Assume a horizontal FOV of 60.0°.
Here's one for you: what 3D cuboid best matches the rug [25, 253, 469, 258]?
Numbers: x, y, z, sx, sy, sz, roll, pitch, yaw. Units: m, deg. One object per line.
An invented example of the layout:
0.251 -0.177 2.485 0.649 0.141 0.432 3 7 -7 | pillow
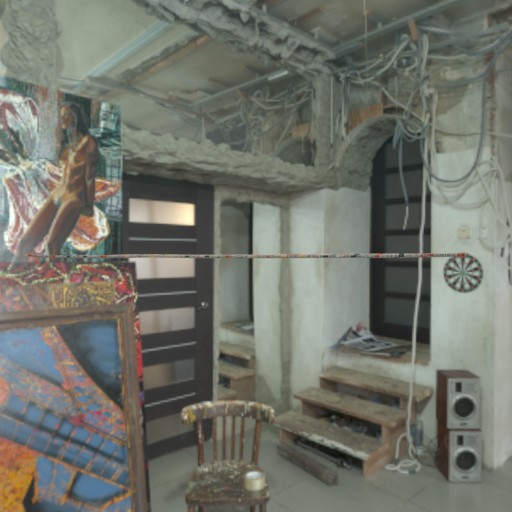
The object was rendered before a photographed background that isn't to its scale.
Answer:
0.000 0.000 3.029 2.439 0.029 1.537 0 0 17 | rug
